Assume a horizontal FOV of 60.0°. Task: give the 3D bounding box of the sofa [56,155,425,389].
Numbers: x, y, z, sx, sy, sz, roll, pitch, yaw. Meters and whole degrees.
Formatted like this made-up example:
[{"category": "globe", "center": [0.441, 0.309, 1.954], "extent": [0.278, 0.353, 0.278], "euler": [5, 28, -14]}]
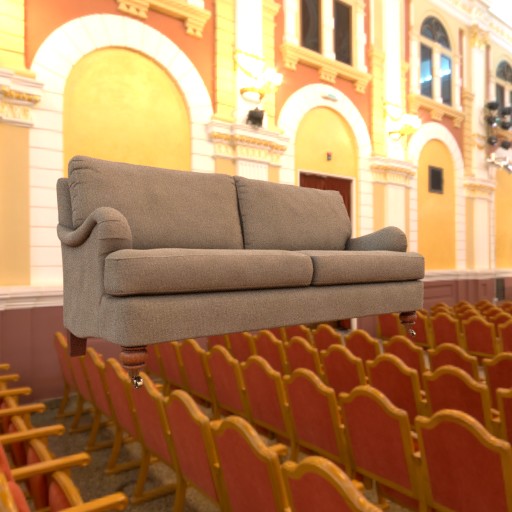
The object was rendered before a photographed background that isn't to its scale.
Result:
[{"category": "sofa", "center": [0.000, 0.000, 2.784], "extent": [2.193, 1.096, 1.069], "euler": [0, 0, -37]}]
